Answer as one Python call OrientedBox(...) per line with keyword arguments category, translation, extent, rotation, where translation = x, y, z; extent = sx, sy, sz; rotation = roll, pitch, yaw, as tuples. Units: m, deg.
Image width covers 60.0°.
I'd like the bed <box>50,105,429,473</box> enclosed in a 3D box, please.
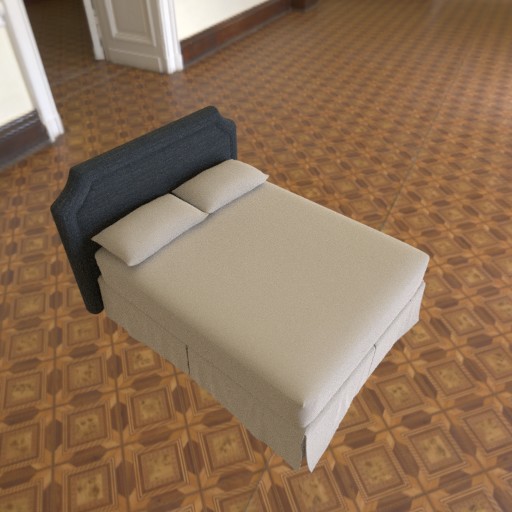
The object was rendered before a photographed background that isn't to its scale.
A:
OrientedBox(category="bed", translation=(0.000, 0.000, 3.301), extent=(2.208, 1.297, 1.828), rotation=(29, 49, 29))
